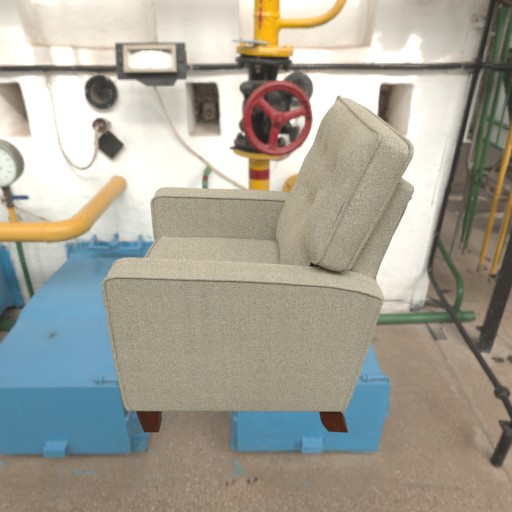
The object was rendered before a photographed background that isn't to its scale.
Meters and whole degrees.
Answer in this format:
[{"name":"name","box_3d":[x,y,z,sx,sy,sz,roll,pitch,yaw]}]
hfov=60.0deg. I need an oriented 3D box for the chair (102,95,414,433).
[{"name":"chair","box_3d":[0.000,0.000,1.380,0.754,0.888,0.648,0,28,0]}]
